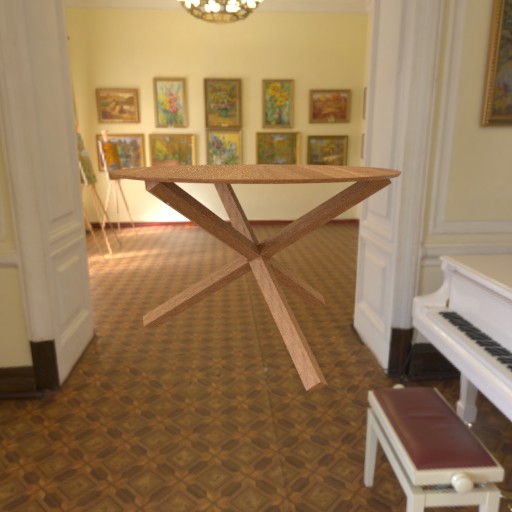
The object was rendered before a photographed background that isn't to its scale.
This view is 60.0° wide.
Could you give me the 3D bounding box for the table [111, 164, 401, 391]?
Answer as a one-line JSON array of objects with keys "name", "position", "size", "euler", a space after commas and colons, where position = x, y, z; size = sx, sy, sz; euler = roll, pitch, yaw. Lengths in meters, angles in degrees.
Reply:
[{"name": "table", "position": [0.000, 0.000, 1.737], "size": [1.038, 0.666, 1.038], "euler": [0, 14, 0]}]
